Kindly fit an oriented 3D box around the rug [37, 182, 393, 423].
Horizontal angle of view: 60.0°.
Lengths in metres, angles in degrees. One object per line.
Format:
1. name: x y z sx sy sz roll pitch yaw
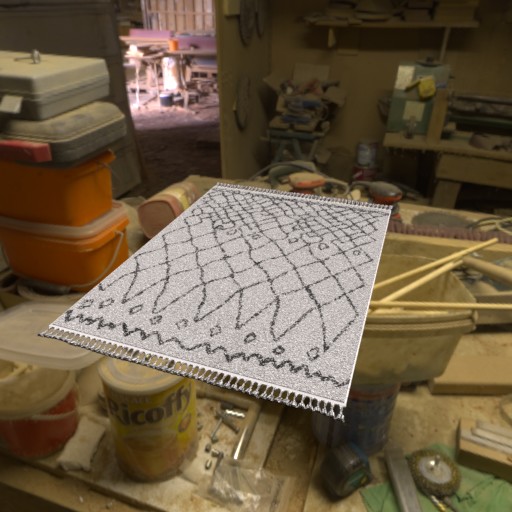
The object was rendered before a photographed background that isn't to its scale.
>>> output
1. rug: 0.000 0.000 3.020 1.613 0.017 2.312 10 32 17
